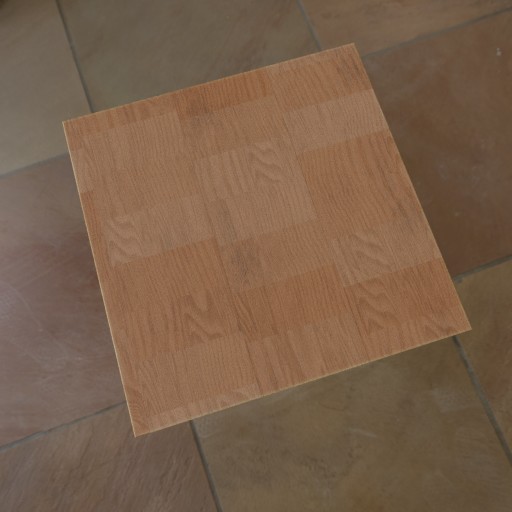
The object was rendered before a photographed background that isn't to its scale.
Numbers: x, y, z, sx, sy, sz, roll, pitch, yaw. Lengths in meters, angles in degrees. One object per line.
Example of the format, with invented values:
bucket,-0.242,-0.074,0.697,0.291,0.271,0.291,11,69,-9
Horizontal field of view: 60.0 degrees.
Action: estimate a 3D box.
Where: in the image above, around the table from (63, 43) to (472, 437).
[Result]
table,0.000,0.000,1.370,0.747,0.738,0.747,-17,78,-4
